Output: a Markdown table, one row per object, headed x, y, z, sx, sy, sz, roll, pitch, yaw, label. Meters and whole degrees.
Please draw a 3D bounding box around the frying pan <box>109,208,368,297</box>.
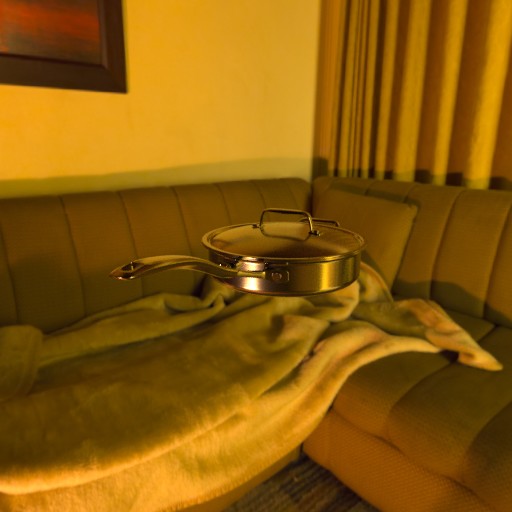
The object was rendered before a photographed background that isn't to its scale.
| x | y | z | sx | sy | sz | roll | pitch | yaw | label |
| --- | --- | --- | --- | --- | --- | --- | --- | --- | --- |
| 0.000 | 0.000 | 0.672 | 0.280 | 0.114 | 0.561 | 8 | 17 | 27 | frying pan |
